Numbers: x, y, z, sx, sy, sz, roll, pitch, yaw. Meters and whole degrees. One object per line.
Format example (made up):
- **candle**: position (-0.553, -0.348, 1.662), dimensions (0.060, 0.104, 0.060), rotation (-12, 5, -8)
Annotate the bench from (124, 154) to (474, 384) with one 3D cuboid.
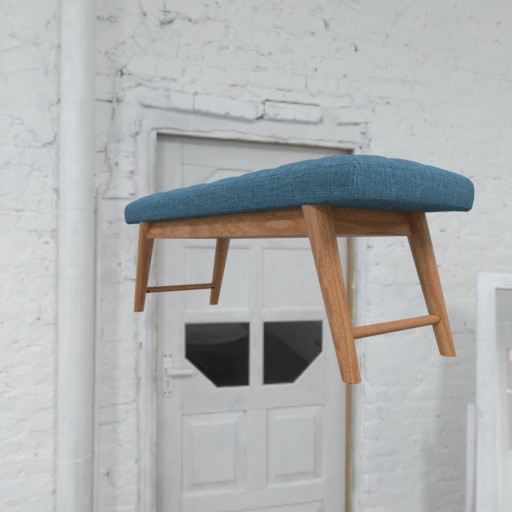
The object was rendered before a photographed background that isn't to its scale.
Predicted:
- **bench**: position (0.000, 0.000, 1.325), dimensions (0.406, 0.432, 1.118), rotation (-1, 2, -36)
